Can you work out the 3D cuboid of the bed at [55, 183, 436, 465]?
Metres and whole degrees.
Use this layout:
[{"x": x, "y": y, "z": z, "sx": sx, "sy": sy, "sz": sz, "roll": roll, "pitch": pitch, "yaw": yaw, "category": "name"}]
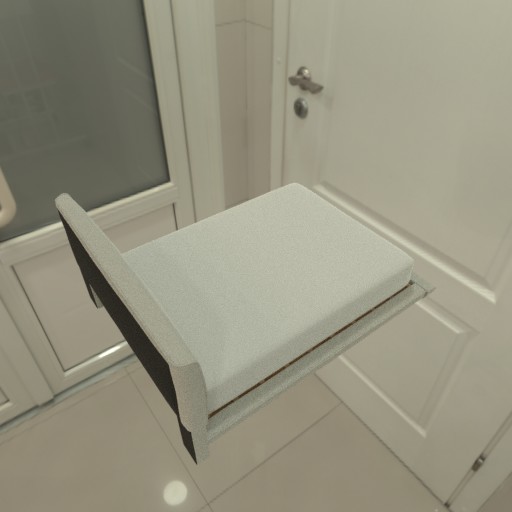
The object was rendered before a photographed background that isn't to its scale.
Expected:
[{"x": 0.000, "y": 0.000, "z": 3.486, "sx": 2.368, "sy": 1.067, "sz": 1.840, "roll": -26, "pitch": 48, "yaw": -27, "category": "bed"}]
